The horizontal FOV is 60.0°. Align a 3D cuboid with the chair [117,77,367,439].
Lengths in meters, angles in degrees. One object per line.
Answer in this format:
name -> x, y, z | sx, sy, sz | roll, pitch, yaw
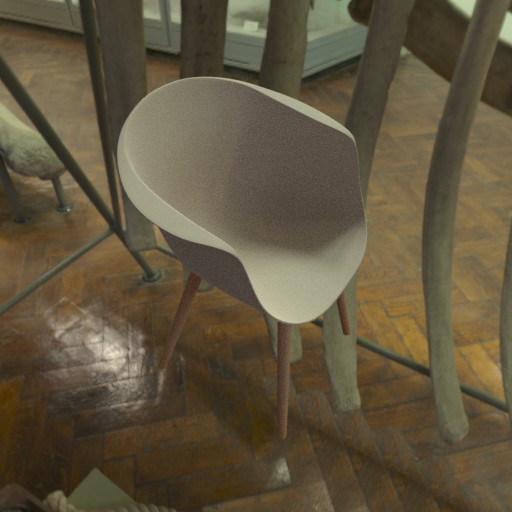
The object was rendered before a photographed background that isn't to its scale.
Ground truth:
chair -> 0.000, 0.000, 1.154 | 0.504, 0.781, 0.593 | 24, 47, 24
